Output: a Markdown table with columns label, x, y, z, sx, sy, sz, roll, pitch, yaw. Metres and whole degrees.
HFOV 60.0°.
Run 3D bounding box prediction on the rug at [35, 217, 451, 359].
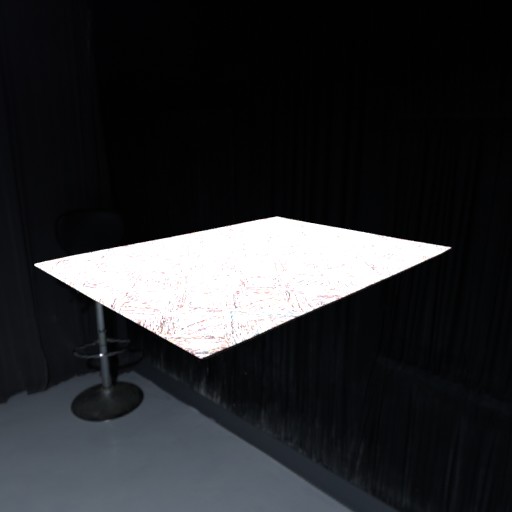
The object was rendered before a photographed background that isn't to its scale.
| label | x | y | z | sx | sy | sz | roll | pitch | yaw |
| --- | --- | --- | --- | --- | --- | --- | --- | --- | --- |
| rug | 0.000 | 0.000 | 4.217 | 3.226 | 0.024 | 2.436 | -15 | 22 | -43 |
